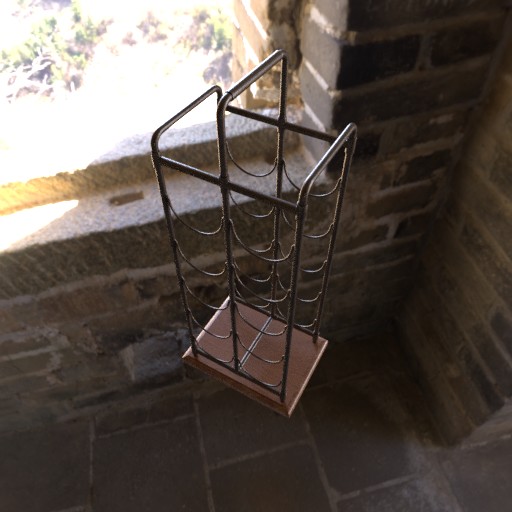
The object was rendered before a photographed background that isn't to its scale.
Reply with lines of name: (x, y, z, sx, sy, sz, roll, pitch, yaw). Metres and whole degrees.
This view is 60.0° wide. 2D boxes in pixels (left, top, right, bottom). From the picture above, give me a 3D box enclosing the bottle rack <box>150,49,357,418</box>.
bottle rack: (0.000, 0.000, 0.796, 0.276, 0.680, 0.208, 23, 52, 19)
